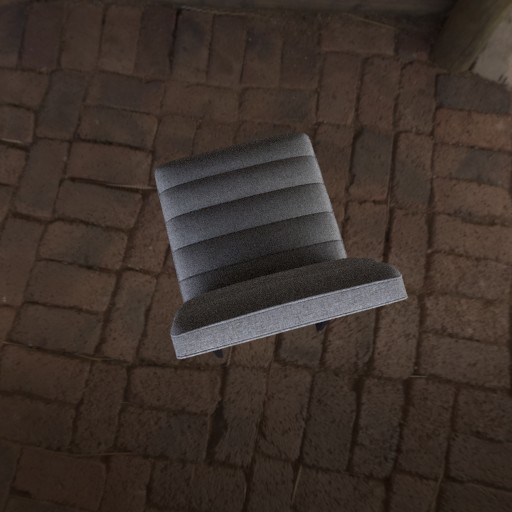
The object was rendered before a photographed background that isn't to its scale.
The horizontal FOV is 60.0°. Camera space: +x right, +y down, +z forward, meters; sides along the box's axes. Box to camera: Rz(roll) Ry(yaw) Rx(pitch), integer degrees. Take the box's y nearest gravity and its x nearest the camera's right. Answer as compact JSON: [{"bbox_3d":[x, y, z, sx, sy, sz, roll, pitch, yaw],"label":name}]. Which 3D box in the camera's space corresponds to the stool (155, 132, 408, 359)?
[{"bbox_3d":[0.000,0.000,1.363,0.459,1.034,0.571,-14,75,-4],"label":"stool"}]
